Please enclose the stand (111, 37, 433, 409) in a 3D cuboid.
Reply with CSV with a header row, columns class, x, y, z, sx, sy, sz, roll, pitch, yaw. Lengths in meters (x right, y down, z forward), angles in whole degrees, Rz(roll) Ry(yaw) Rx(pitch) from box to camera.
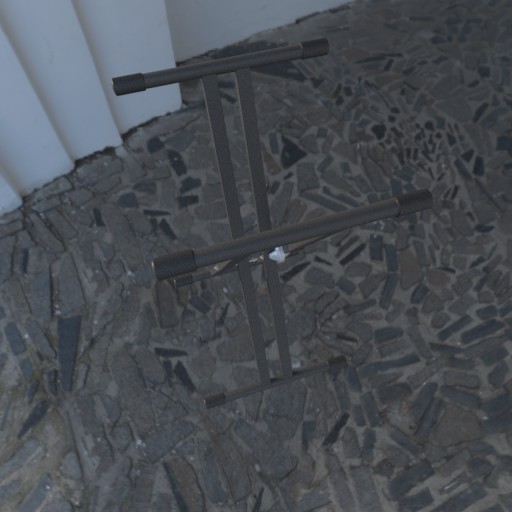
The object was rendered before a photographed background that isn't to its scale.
class,x,y,z,sx,sy,sz,roll,pitch,yaw
stand,0.000,0.000,1.220,0.495,0.900,0.503,-15,59,-9
